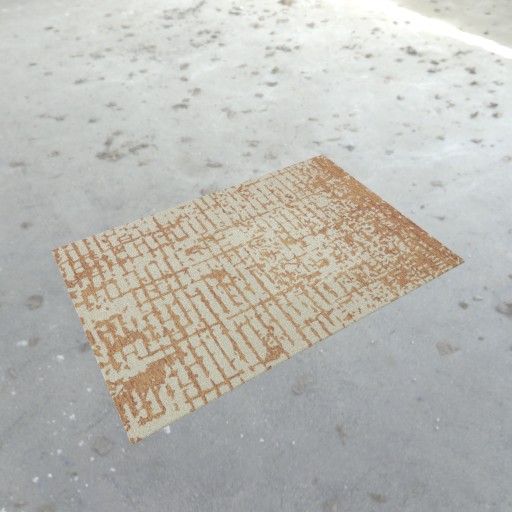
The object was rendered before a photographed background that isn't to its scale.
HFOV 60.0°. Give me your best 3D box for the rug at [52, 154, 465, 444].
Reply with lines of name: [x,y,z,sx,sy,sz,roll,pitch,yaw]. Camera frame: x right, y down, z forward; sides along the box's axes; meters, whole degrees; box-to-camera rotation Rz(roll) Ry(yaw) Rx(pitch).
rug: [0.000,0.000,2.353,1.829,0.011,1.219,-23,49,-22]
